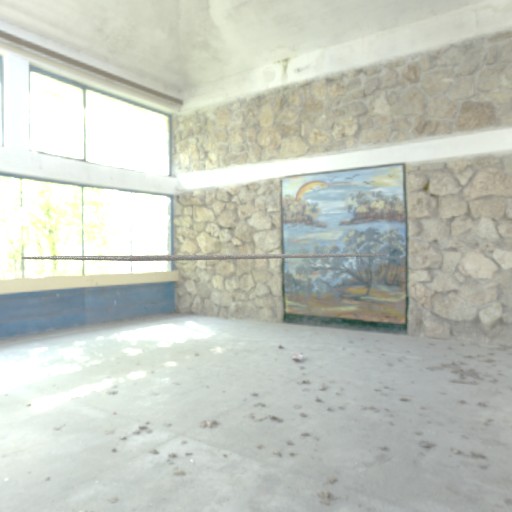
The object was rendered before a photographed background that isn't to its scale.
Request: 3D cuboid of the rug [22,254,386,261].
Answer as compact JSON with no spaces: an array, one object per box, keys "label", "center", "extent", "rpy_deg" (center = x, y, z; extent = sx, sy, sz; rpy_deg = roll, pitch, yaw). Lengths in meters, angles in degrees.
[{"label":"rug","center":[0.000,0.000,2.007],"extent":[0.553,0.012,1.827],"rpy_deg":[0,1,36]}]
